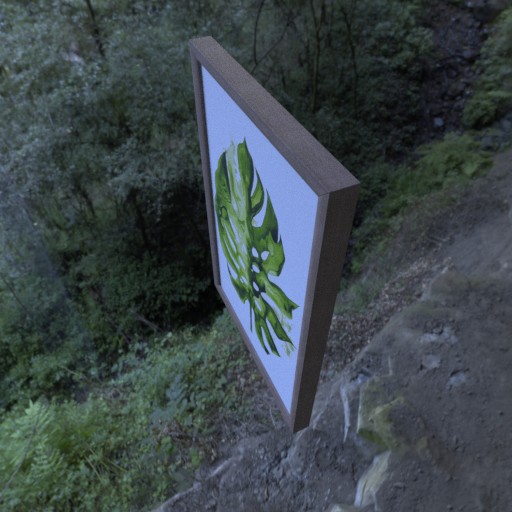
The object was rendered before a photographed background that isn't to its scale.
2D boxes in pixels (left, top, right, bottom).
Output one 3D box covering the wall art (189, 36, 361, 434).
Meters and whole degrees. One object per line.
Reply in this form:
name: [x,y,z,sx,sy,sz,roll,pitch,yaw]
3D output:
wall art: [0.000,0.000,0.666,0.031,0.509,0.356,-19,50,-17]
